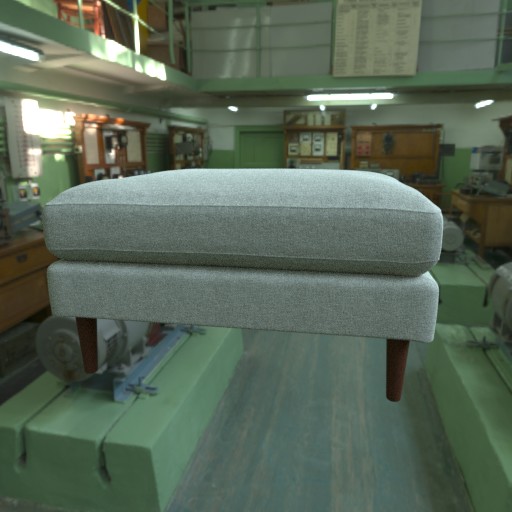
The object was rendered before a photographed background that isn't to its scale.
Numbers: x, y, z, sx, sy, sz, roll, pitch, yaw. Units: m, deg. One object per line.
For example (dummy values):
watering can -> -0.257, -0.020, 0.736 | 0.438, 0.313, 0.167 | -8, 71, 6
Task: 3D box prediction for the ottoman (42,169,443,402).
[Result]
ottoman -> 0.000, 0.000, 1.224 | 0.821, 0.474, 0.693 | 2, 14, 10
